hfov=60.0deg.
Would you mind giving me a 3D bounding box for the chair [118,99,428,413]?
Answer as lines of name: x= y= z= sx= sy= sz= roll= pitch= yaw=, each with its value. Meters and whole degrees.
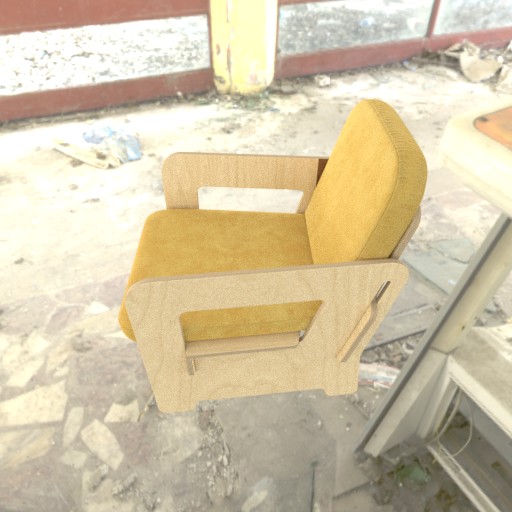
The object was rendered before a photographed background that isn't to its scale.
chair: x=0.000 y=0.000 z=1.273 sx=0.710 sy=0.800 sz=0.590 roll=-1 pitch=40 yaw=-1
